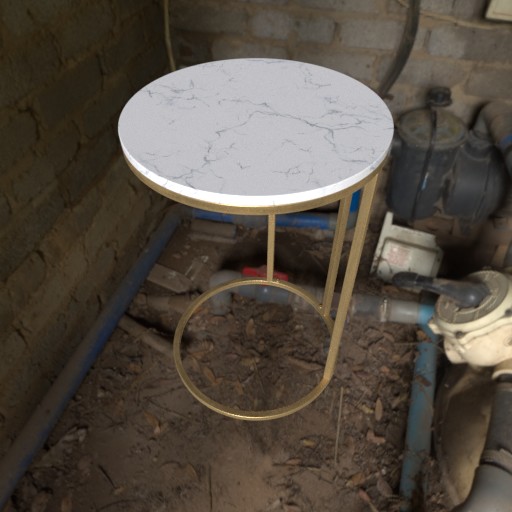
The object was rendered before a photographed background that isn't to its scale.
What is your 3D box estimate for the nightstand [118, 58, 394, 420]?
[{"bbox_3d":[0.000,0.000,0.876,0.400,0.610,0.400,-17,48,-16],"label":"nightstand"}]
